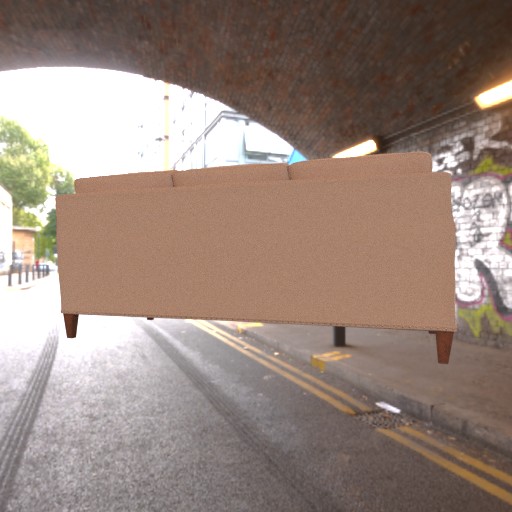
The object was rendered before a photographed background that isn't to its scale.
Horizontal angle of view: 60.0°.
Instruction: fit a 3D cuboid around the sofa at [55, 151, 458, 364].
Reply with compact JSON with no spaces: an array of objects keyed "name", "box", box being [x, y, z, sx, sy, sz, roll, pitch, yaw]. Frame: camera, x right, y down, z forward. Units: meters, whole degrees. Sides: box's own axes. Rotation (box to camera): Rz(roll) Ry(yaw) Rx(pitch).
[{"name":"sofa","box":[0.000,0.000,2.769,2.246,1.003,1.084,0,-1,19]}]
